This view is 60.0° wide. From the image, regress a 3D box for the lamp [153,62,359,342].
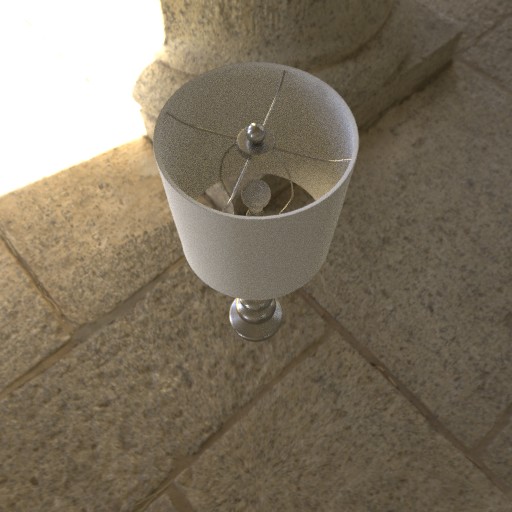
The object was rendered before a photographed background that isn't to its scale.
[{"bbox_3d":[0.000,0.000,0.842,0.254,0.690,0.254,17,64,8],"label":"lamp"}]
